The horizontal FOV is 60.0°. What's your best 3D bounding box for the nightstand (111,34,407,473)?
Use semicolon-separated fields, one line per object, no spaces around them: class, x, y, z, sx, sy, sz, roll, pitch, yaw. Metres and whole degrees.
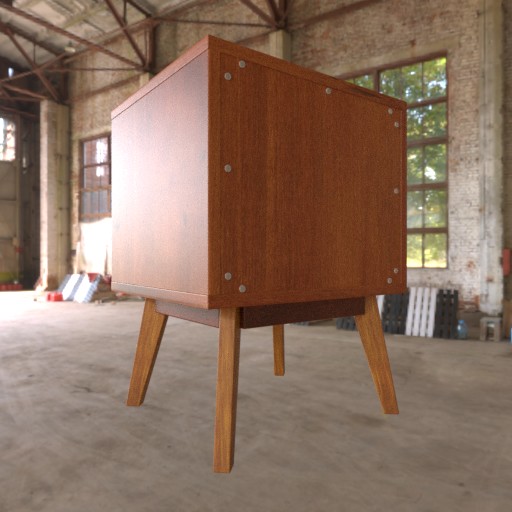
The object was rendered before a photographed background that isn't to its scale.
nightstand;0.000;0.000;0.912;0.460;0.618;0.411;0;0;-36
